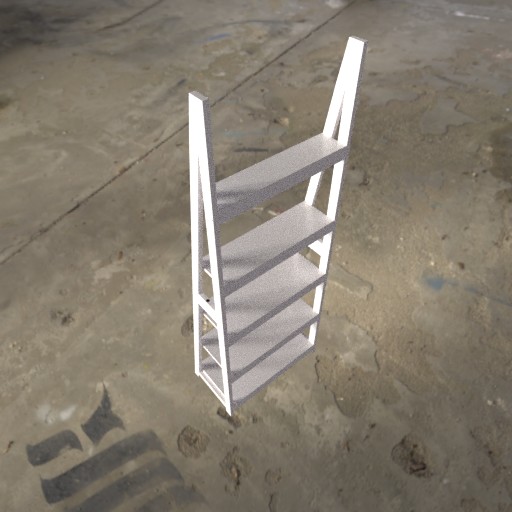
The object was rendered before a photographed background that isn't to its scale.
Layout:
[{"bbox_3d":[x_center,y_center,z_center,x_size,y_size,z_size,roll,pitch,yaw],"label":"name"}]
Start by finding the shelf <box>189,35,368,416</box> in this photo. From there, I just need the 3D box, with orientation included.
[{"bbox_3d":[0.000,0.000,1.973,0.636,1.779,0.341,-31,53,-27],"label":"shelf"}]
